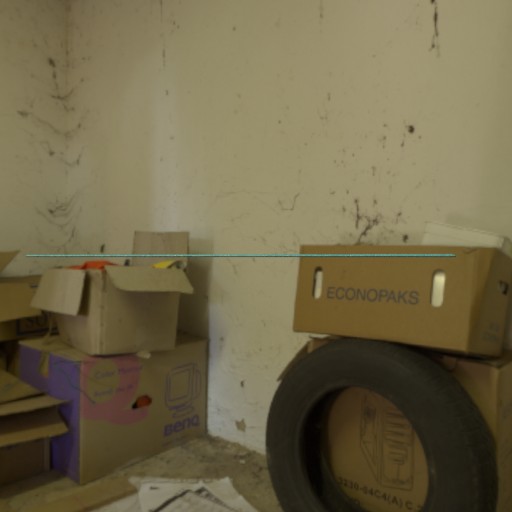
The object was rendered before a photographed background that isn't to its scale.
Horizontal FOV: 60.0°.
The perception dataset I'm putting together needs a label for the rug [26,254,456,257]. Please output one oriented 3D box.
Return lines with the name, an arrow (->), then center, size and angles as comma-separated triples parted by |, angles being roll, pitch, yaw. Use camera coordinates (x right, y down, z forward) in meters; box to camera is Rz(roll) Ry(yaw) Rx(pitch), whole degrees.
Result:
rug -> 0.000, 0.000, 2.873 | 2.205, 0.012, 1.554 | 0, 0, 18
